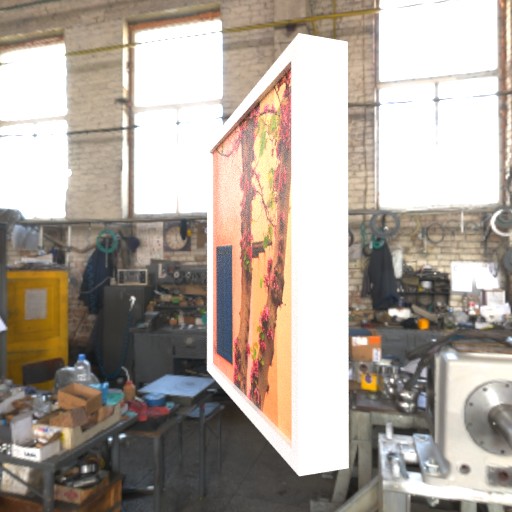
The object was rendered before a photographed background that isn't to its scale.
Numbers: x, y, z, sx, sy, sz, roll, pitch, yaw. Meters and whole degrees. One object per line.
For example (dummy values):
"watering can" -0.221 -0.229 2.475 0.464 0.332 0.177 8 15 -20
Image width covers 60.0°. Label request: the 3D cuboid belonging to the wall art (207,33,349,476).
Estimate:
"wall art" 0.000 0.000 0.452 0.038 0.302 0.305 0 -1 -18
